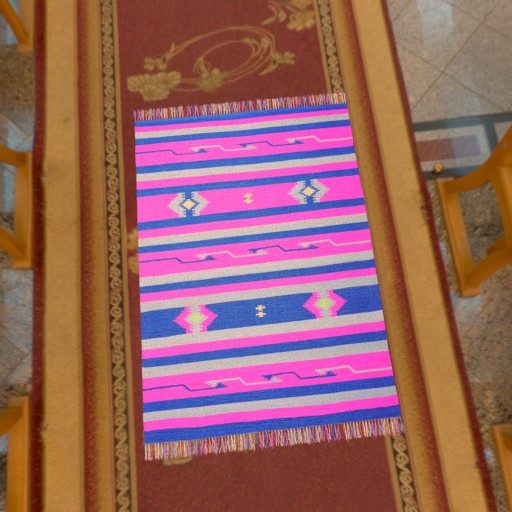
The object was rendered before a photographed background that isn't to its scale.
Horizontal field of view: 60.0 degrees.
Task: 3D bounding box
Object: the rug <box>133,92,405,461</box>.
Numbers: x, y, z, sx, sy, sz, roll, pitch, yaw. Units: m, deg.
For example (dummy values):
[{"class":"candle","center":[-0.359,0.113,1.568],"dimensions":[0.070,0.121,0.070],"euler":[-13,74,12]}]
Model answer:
[{"class":"rug","center":[0.000,0.000,2.889],"dimensions":[1.539,0.013,2.350],"euler":[-5,75,-1]}]
